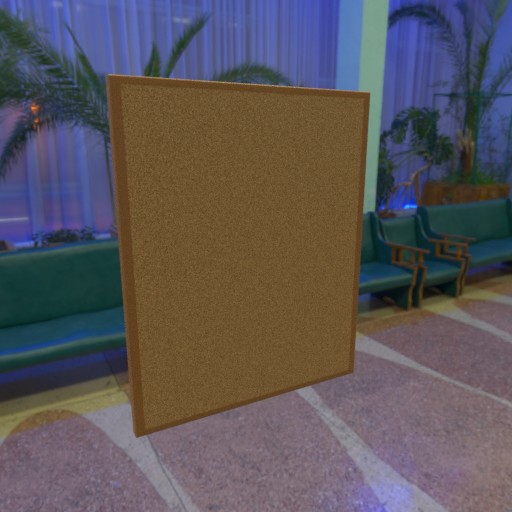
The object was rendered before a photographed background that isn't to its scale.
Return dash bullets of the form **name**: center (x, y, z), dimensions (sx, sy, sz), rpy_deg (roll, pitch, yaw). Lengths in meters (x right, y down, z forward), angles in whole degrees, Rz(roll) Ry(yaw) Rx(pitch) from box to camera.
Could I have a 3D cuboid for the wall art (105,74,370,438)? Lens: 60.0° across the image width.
- **wall art**: center (0.000, 0.000, 0.763), dimensions (0.452, 0.553, 0.022), rpy_deg (-7, 16, -27)
